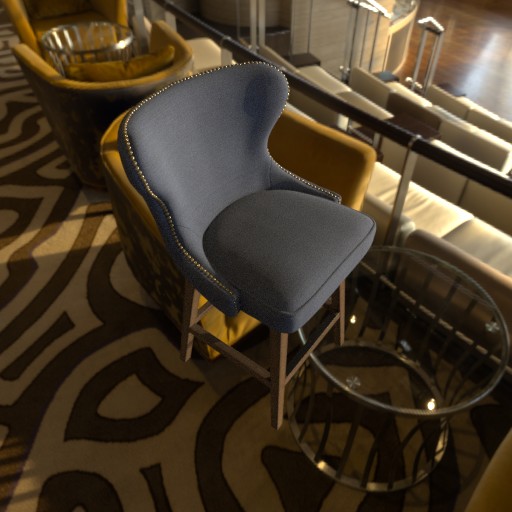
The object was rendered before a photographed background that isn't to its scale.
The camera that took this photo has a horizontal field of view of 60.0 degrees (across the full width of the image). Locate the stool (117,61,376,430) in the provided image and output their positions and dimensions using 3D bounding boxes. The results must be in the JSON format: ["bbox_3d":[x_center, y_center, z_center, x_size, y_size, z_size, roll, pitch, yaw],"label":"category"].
[{"bbox_3d":[0.000,0.000,1.400,0.597,0.972,0.615,28,50,26],"label":"stool"}]
